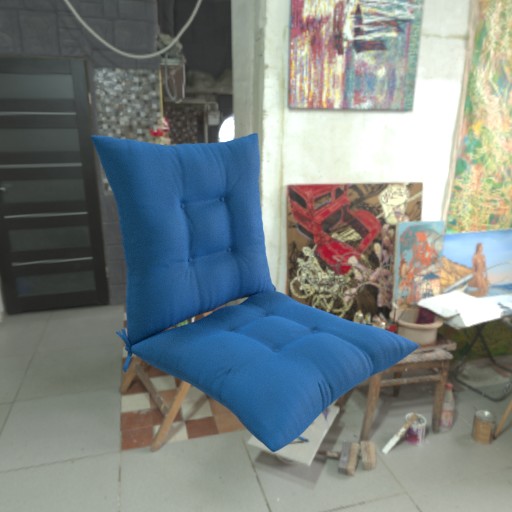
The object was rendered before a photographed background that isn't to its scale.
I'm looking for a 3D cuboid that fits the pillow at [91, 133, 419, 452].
[{"bbox_3d":[0.000,0.000,1.010,0.585,0.536,0.541,15,22,43],"label":"pillow"}]
